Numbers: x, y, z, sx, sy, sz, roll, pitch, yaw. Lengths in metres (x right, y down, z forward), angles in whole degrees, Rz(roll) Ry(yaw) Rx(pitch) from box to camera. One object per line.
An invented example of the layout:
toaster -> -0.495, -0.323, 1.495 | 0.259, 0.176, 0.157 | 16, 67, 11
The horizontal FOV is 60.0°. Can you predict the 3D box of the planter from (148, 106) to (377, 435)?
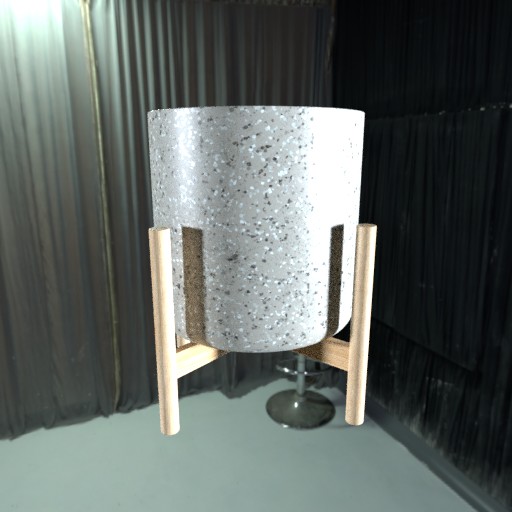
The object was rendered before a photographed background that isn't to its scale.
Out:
planter -> 0.000, 0.000, 0.687 | 0.360, 0.419, 0.360 | -7, 16, -26
